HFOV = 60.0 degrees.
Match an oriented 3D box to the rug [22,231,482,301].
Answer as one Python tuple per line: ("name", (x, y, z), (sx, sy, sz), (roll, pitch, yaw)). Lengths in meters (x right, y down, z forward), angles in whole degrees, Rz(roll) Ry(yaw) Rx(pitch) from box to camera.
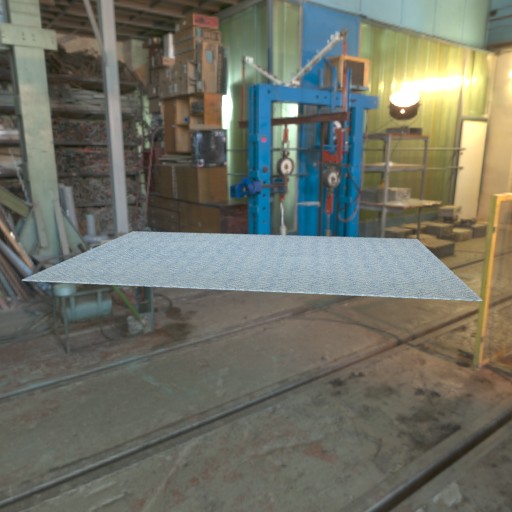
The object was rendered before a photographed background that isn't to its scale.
("rug", (0.000, 0.000, 3.057), (2.441, 0.008, 1.526), (2, 14, 8))
